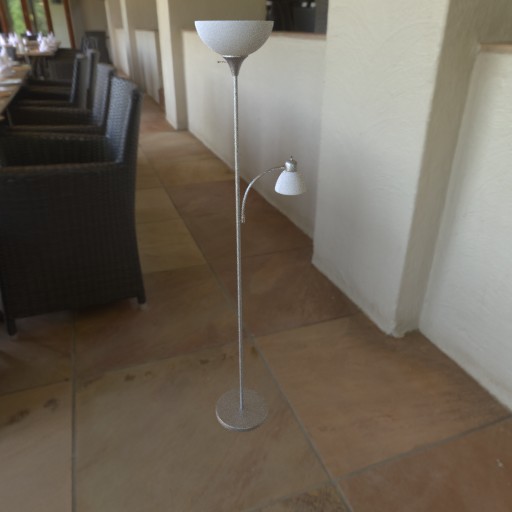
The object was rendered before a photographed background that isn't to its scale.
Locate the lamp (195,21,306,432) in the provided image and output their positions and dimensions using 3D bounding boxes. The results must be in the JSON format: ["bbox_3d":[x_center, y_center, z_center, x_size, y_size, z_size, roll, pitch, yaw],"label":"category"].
[{"bbox_3d":[0.000,0.000,1.929,0.425,1.804,0.279,-8,28,-15],"label":"lamp"}]
